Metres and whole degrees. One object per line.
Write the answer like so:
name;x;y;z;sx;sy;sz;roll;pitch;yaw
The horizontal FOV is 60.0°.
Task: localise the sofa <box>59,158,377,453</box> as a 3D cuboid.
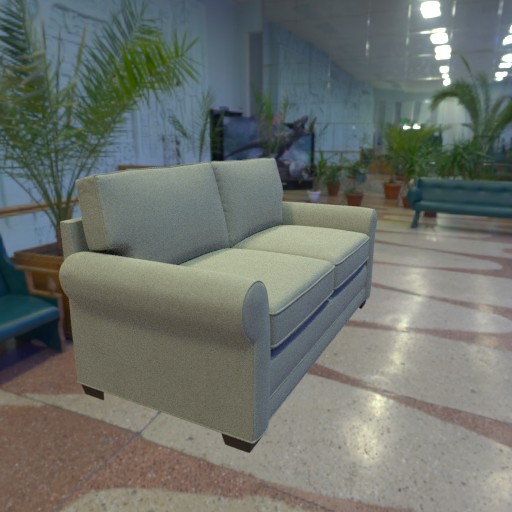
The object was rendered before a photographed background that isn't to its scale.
sofa;0.000;0.000;2.262;0.861;0.933;1.774;8;17;26
